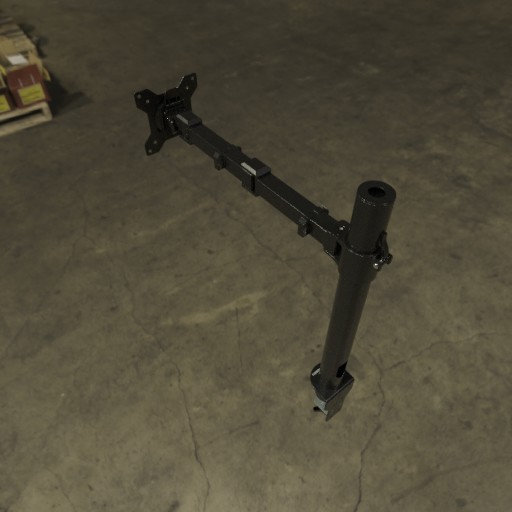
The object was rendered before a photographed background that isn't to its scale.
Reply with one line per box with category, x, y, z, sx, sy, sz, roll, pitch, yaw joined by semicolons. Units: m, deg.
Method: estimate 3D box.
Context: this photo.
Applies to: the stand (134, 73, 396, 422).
stand;0.000;0.000;0.738;0.115;0.510;0.456;-30;54;-26
